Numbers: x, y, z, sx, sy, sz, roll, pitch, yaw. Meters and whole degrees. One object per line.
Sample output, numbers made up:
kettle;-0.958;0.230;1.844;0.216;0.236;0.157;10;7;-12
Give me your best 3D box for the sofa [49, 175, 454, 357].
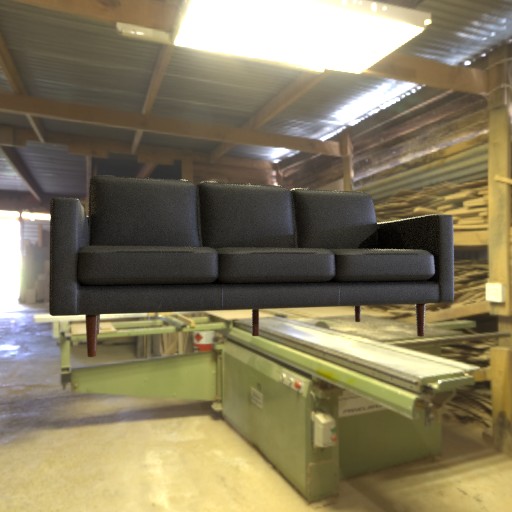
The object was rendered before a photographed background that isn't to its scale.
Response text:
sofa;0.000;0.000;2.489;2.029;0.899;0.879;0;-1;-18
